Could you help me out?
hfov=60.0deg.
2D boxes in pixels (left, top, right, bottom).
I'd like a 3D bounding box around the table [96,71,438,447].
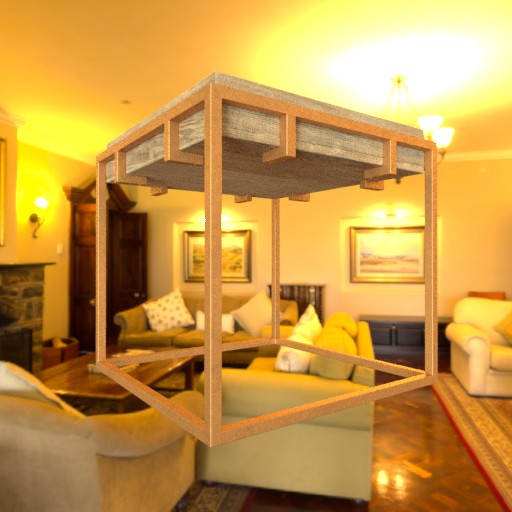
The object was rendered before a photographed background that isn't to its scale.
[{"bbox_3d":[0.000,0.000,1.089,0.599,0.584,0.599,0,0,-36],"label":"table"}]
